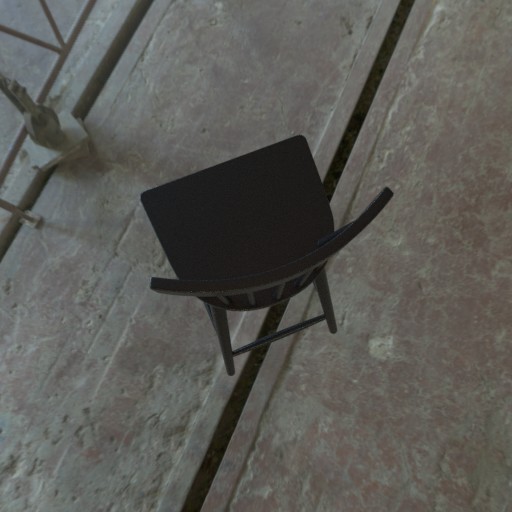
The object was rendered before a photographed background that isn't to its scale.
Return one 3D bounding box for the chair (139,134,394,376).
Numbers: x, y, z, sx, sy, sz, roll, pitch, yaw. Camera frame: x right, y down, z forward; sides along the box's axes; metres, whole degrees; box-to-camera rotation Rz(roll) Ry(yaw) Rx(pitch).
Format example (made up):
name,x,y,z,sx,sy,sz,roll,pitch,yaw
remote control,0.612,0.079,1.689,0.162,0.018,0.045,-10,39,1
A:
name,x,y,z,sx,sy,sz,roll,pitch,yaw
chair,0.000,0.000,1.271,0.483,0.952,0.572,-21,77,-5
